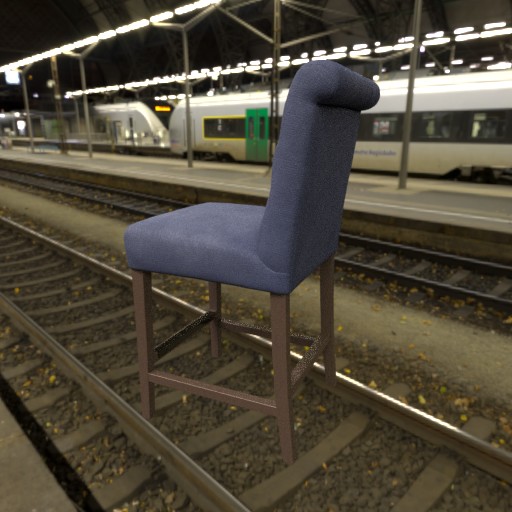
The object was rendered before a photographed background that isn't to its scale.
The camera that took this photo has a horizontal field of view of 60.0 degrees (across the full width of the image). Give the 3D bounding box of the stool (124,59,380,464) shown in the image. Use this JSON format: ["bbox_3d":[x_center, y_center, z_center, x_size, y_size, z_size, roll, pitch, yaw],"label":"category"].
[{"bbox_3d":[0.000,0.000,1.330,0.601,1.010,0.493,7,17,24],"label":"stool"}]
